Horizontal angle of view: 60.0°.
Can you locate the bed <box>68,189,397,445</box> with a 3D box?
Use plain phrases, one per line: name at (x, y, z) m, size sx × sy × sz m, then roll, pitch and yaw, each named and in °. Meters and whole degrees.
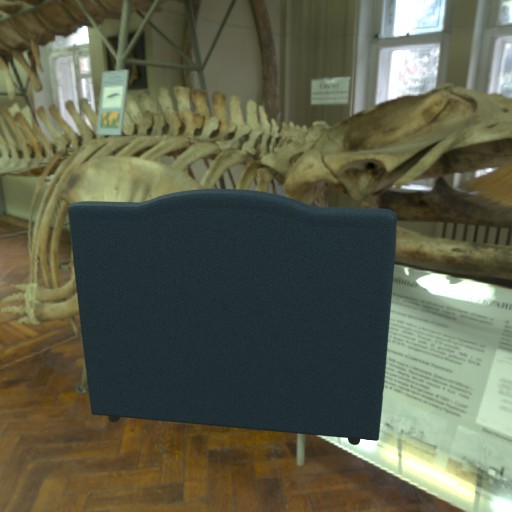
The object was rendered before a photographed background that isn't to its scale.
bed at (0.000, 0.000, 3.566) m, size 1.741 × 1.441 × 2.507 m, roll 2°, pitch 17°, yaw 8°
